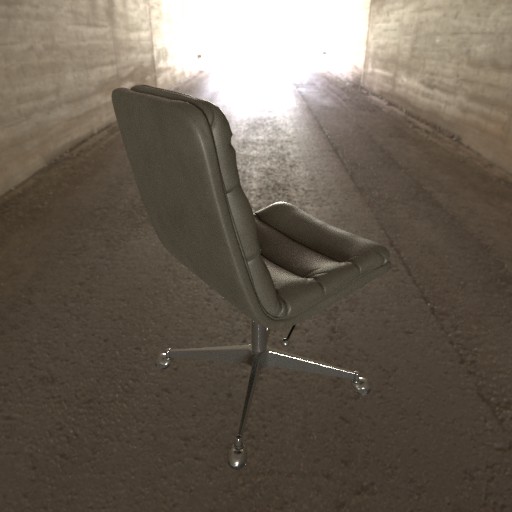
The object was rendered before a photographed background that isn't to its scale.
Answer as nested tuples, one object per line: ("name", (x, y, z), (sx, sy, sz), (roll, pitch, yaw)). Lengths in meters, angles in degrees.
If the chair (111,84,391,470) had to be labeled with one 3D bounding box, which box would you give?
("chair", (0.000, 0.000, 1.006), (0.485, 0.738, 0.422), (-17, 31, -31))
